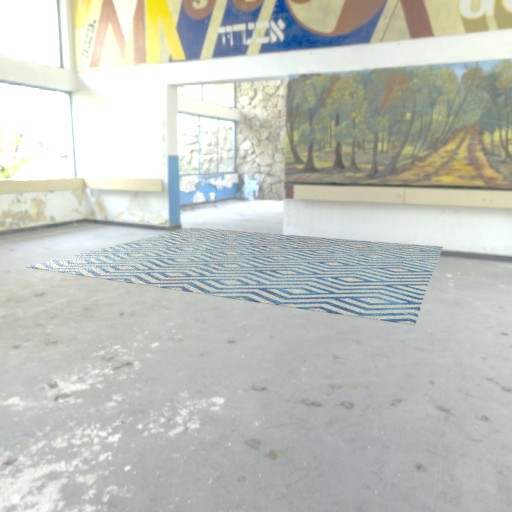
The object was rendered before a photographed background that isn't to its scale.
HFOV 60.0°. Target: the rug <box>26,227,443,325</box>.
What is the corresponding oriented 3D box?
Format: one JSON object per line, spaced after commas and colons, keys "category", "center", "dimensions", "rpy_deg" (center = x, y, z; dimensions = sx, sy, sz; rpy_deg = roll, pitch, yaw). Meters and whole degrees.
{"category": "rug", "center": [0.000, 0.000, 4.093], "dimensions": [3.059, 0.008, 2.453], "rpy_deg": [6, 13, 25]}
